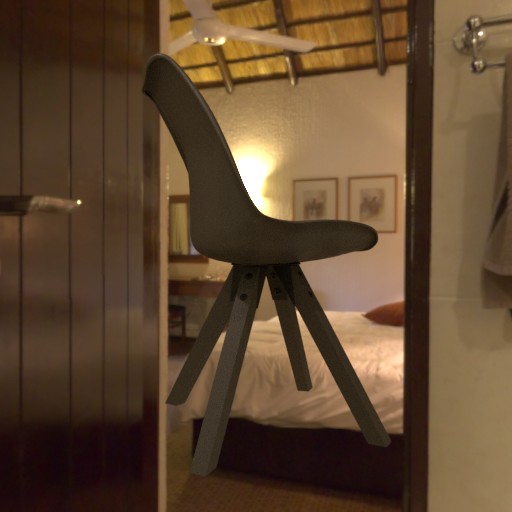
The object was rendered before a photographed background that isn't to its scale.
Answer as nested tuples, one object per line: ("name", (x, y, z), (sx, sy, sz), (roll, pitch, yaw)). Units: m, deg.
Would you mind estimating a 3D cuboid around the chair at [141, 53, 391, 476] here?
("chair", (0.000, 0.000, 1.119), (0.550, 0.850, 0.485), (0, 1, -18))
